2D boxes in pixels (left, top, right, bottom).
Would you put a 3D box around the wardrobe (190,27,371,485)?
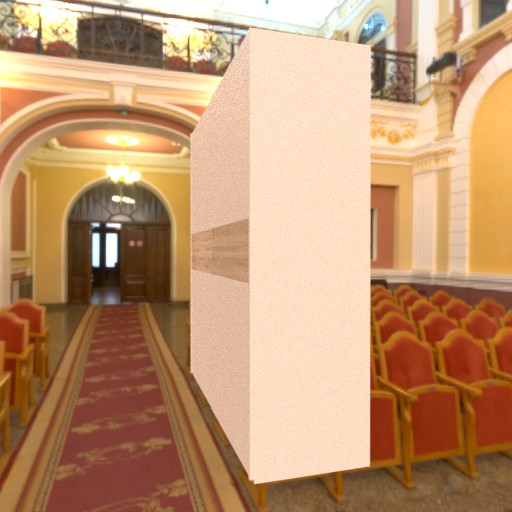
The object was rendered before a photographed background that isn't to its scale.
[{"bbox_3d":[0.000,0.000,2.915,0.600,2.020,1.830,0,0,-17],"label":"wardrobe"}]
